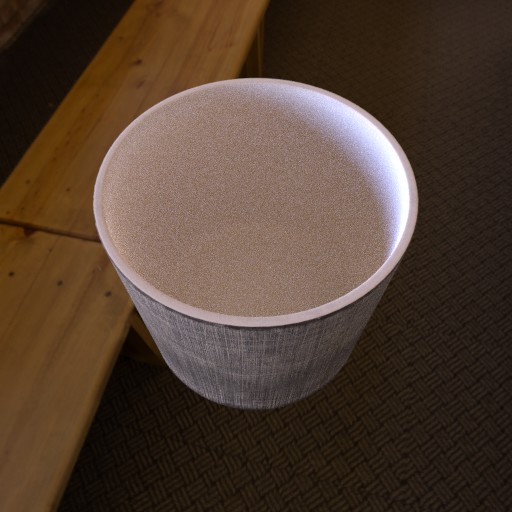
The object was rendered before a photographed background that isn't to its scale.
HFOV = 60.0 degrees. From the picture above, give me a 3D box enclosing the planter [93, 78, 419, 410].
[{"bbox_3d":[0.000,0.000,0.391,0.221,0.201,0.221,0,58,0],"label":"planter"}]
